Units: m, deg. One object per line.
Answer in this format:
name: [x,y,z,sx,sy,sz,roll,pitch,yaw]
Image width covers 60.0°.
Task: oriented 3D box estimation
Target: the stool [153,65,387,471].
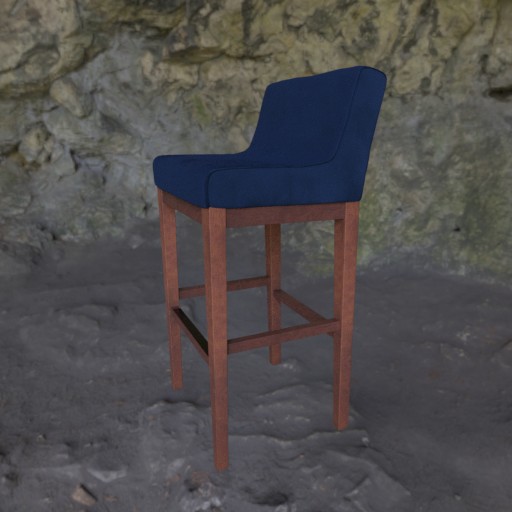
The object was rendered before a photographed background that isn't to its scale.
stool: [0.000,0.000,1.340,0.500,1.037,0.511,-7,18,-25]
